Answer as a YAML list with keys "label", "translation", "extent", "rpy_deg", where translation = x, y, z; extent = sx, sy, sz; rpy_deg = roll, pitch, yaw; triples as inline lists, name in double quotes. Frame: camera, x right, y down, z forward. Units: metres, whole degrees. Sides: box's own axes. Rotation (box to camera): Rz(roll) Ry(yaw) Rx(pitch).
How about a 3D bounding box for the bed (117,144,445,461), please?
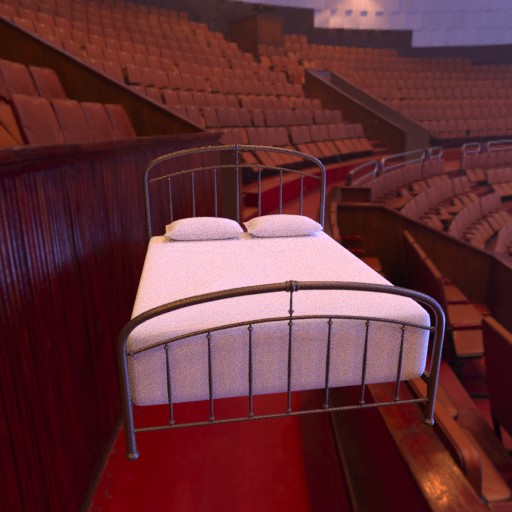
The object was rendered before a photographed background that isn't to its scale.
- label: "bed"
  translation: [0.000, 0.000, 3.194]
  extent: [1.711, 1.475, 2.168]
  rpy_deg: [-3, 17, -9]
